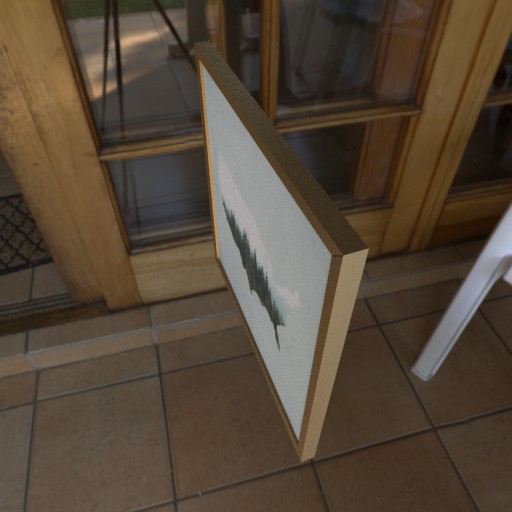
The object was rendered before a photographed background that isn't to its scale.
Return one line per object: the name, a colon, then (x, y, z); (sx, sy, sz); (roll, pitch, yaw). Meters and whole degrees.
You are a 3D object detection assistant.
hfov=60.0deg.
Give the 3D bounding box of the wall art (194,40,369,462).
wall art: (0.000, 0.000, 1.106); (0.038, 0.762, 0.762); (-15, 48, -14)
